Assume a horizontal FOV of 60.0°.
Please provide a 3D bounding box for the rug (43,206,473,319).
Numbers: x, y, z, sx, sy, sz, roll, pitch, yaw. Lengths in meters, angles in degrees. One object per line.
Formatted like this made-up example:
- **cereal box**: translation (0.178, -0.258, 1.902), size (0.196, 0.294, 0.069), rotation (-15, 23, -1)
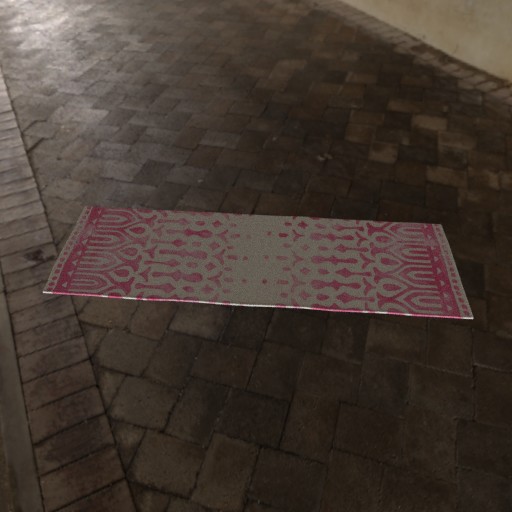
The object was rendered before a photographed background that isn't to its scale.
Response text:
- **rug**: translation (0.000, 0.000, 2.768), size (2.458, 0.011, 0.787), rotation (3, 46, 3)
